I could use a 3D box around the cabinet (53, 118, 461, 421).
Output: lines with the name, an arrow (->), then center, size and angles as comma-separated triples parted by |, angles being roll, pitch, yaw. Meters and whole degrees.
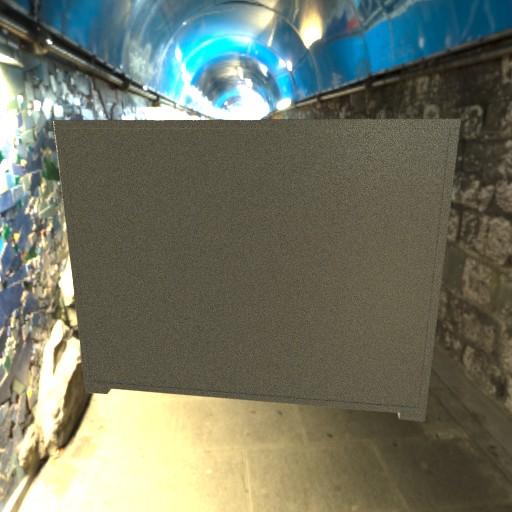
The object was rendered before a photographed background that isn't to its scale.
cabinet -> 0.000, 0.000, 1.374 | 1.000, 0.800, 0.400 | 2, 16, 8
